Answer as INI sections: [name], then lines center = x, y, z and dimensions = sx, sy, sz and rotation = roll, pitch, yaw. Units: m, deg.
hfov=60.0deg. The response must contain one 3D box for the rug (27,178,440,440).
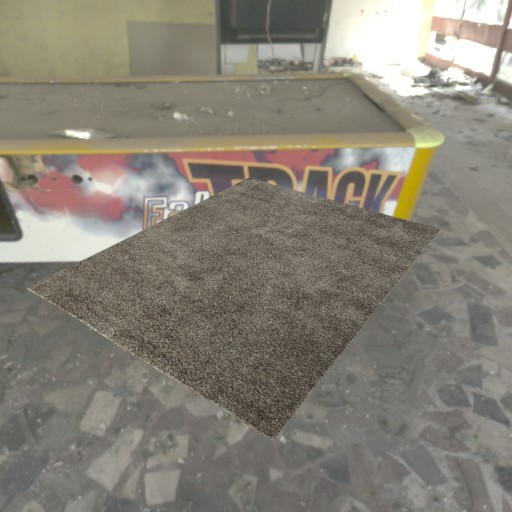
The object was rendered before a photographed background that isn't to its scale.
[rug]
center = 0.000, 0.000, 4.018
dimensions = 2.401, 0.025, 3.000
rotation = 21, 37, 30
